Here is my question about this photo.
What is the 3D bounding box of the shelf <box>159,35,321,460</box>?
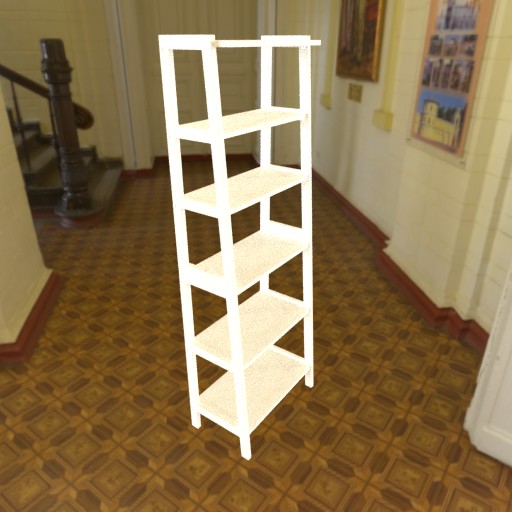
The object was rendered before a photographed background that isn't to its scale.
[{"bbox_3d":[0.000,0.000,2.123,0.381,1.892,0.660,18,31,32],"label":"shelf"}]
